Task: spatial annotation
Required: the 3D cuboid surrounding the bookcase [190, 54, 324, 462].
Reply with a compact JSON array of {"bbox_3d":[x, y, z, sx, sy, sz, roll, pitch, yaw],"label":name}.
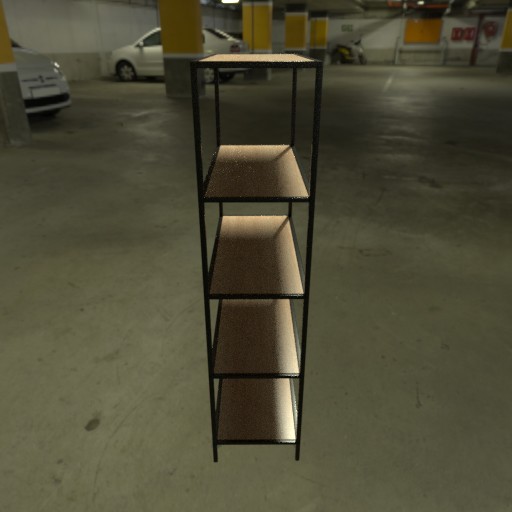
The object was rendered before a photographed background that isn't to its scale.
[{"bbox_3d":[0.000,0.000,1.830,0.350,1.500,0.770,0,26,0],"label":"bookcase"}]
